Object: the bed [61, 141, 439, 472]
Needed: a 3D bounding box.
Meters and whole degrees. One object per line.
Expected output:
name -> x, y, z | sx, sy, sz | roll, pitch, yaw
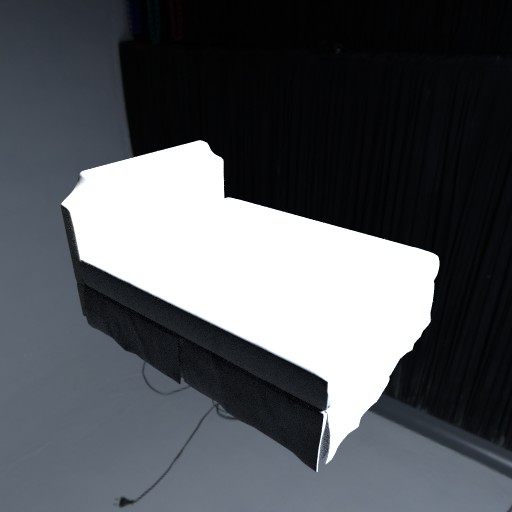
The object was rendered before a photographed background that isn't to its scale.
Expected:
bed -> 0.000, 0.000, 3.620 | 2.498, 1.293, 1.977 | 19, 33, 33
